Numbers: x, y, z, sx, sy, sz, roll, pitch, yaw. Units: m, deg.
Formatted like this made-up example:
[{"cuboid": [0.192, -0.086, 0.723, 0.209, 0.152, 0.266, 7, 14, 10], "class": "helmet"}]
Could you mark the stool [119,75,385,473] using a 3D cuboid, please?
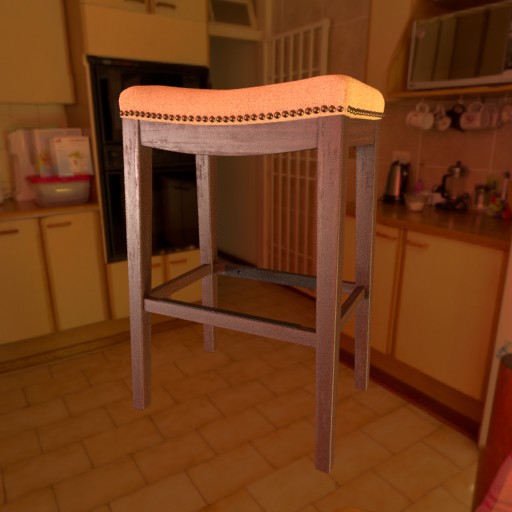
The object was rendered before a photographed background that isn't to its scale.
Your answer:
[{"cuboid": [0.000, 0.000, 1.057, 0.509, 0.768, 0.363, 8, 18, 25], "class": "stool"}]
